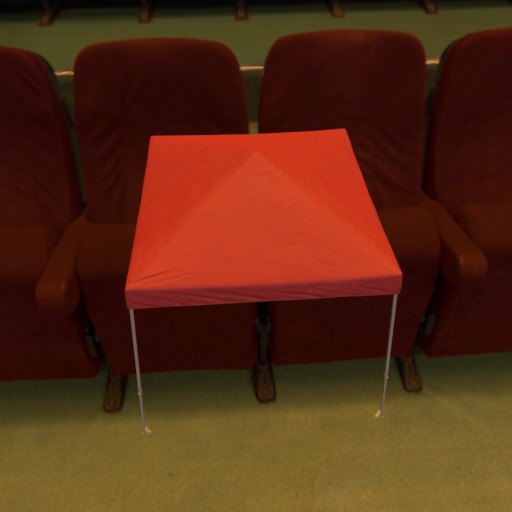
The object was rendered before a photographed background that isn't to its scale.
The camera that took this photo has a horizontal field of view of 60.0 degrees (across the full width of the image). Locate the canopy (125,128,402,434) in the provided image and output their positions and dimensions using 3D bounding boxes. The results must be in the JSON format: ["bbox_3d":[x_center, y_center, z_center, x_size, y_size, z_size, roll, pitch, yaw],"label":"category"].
[{"bbox_3d":[0.000,0.000,6.544,3.600,3.600,3.599,-3,47,-3],"label":"canopy"}]
